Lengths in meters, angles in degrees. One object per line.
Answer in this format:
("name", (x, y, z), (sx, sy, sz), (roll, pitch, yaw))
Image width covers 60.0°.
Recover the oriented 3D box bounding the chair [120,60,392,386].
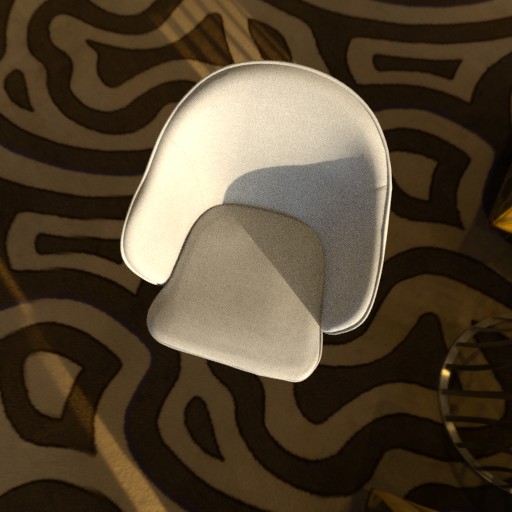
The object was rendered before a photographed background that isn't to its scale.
("chair", (0.000, 0.000, 1.189), (0.570, 0.817, 0.592), (15, 75, 4))
